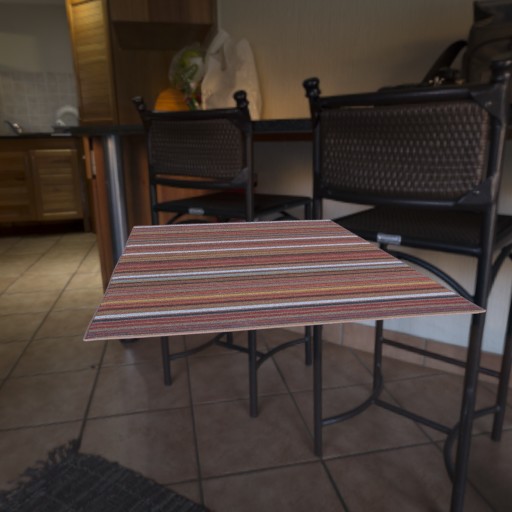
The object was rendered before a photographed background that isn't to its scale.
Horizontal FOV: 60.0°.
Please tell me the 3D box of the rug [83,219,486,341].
[{"bbox_3d":[0.000,0.000,4.090,2.479,0.023,3.092,-3,16,-9],"label":"rug"}]
